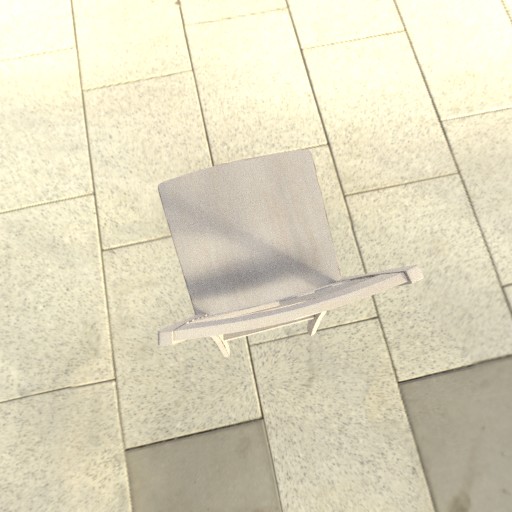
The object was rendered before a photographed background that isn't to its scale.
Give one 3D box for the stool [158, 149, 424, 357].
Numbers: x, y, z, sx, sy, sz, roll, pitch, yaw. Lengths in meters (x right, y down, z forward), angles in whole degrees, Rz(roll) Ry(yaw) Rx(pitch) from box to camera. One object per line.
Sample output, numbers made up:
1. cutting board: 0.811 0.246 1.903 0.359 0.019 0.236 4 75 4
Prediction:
1. stool: 0.000 0.000 1.322 0.462 1.079 0.539 -14 75 -4
